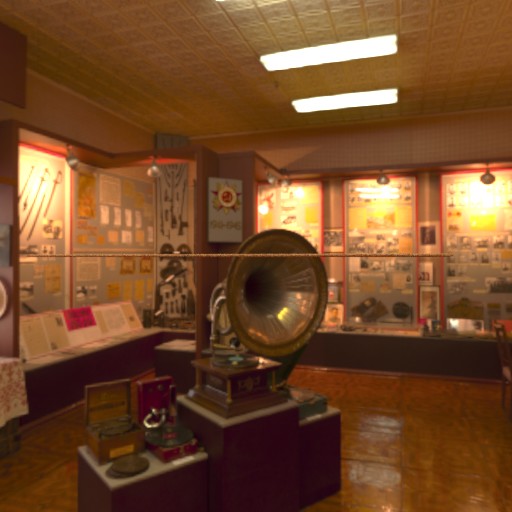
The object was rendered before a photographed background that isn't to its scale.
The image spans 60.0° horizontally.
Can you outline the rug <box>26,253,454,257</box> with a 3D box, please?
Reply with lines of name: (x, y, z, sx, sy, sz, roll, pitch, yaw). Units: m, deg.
rug: (0.000, 0.000, 2.750, 2.141, 0.013, 1.566, 0, 0, 20)
